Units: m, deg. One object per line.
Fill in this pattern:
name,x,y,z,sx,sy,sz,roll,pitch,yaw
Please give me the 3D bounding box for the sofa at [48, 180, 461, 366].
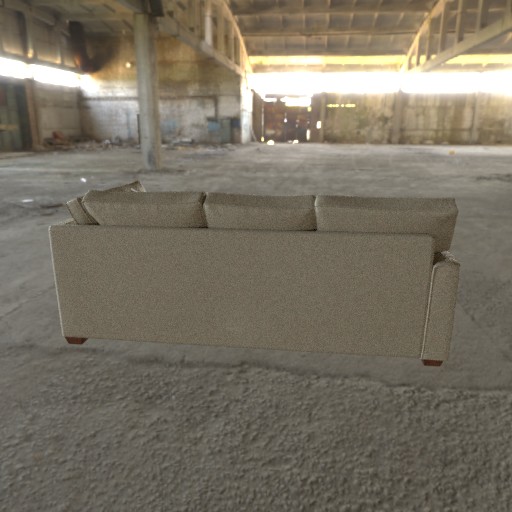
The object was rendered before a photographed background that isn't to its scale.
sofa,0.000,0.000,2.989,2.317,0.962,1.061,2,17,7
